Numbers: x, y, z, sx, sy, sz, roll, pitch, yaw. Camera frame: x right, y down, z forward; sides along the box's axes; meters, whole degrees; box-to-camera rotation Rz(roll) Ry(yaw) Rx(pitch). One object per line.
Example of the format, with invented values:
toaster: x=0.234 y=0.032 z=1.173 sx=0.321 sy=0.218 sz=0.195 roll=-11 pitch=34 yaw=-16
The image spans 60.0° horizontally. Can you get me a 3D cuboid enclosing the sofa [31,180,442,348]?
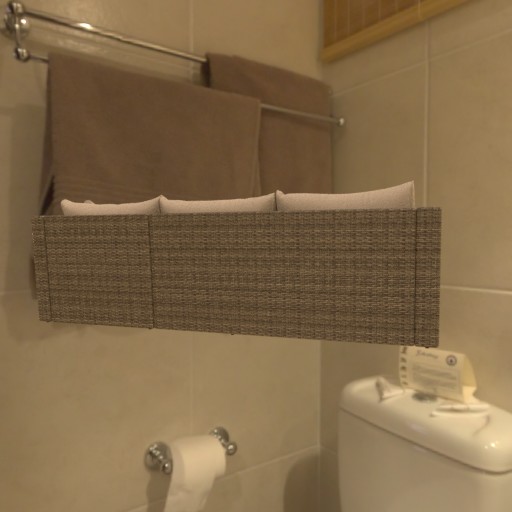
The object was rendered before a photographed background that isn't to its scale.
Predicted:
sofa: x=0.000 y=0.000 z=3.010 sx=2.192 sy=0.766 sz=1.662 roll=1 pitch=2 yaw=18
